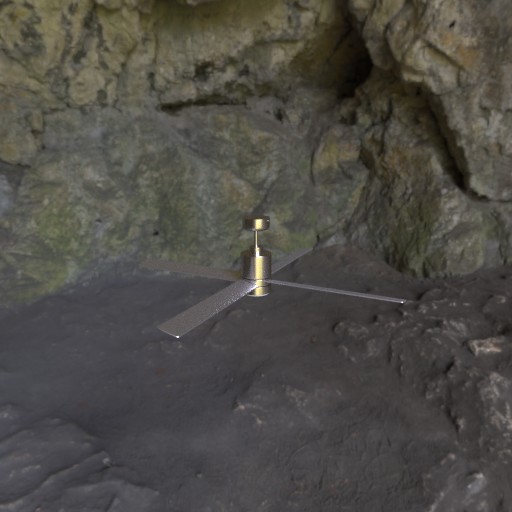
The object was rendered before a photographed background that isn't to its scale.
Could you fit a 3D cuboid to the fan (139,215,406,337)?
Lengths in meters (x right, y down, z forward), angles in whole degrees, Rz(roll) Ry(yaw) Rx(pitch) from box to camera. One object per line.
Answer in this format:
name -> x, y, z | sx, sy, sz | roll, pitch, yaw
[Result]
fan -> 0.000, 0.000, 2.009 | 1.322, 0.355, 1.322 | 7, 16, 26
